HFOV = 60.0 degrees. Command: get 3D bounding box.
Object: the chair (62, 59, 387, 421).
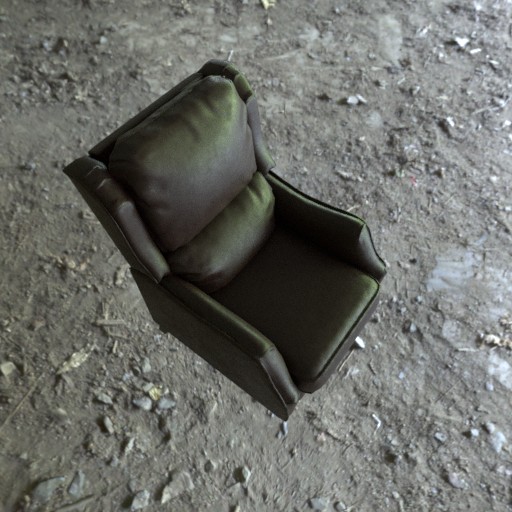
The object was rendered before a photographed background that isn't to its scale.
[{"bbox_3d":[0.000,0.000,1.789,0.982,1.132,0.770,33,63,19],"label":"chair"}]
